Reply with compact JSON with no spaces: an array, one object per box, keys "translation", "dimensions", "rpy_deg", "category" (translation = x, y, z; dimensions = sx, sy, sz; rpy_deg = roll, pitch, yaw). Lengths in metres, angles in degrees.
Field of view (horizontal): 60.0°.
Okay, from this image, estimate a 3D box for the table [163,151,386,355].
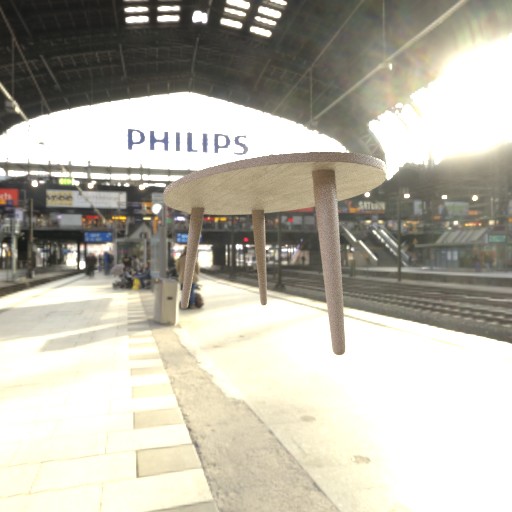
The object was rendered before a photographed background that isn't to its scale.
[{"translation":[0.000,0.000,1.350],"dimensions":[0.542,0.390,1.083],"rpy_deg":[0,0,-18],"category":"table"}]
